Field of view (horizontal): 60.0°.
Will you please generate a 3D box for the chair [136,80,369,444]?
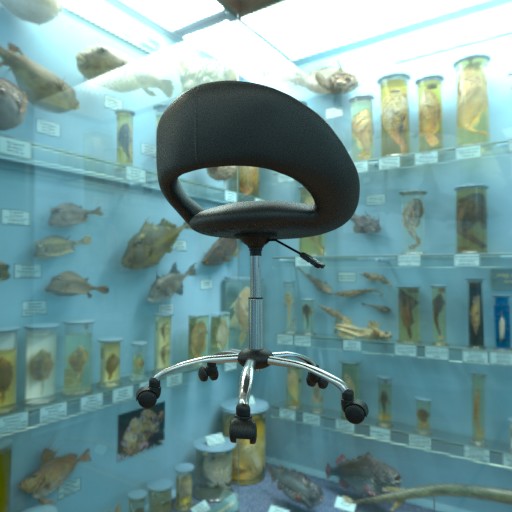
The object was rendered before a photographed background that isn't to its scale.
[{"bbox_3d":[0.000,0.000,1.204,0.612,0.791,0.538,-2,-3,36],"label":"chair"}]
